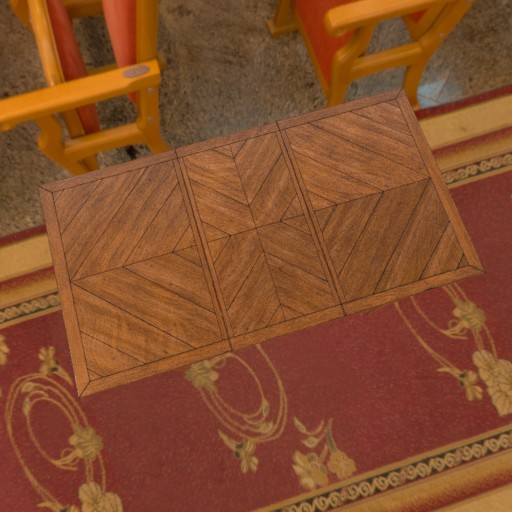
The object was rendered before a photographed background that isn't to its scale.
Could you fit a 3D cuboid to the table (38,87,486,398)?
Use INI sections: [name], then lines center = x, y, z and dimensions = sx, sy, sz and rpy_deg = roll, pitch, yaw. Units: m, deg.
[table]
center = 0.000, 0.000, 1.909
dimensions = 1.400, 0.760, 0.757
rpy_deg = -16, 76, -4
